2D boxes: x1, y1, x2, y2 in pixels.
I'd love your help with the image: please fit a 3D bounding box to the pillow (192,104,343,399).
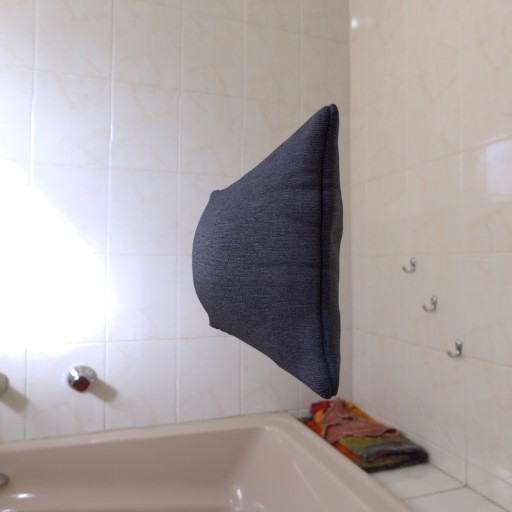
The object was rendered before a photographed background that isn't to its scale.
[{"bbox_3d":[0.000,0.000,0.802,0.210,0.338,0.633,0,-1,-18],"label":"pillow"}]
